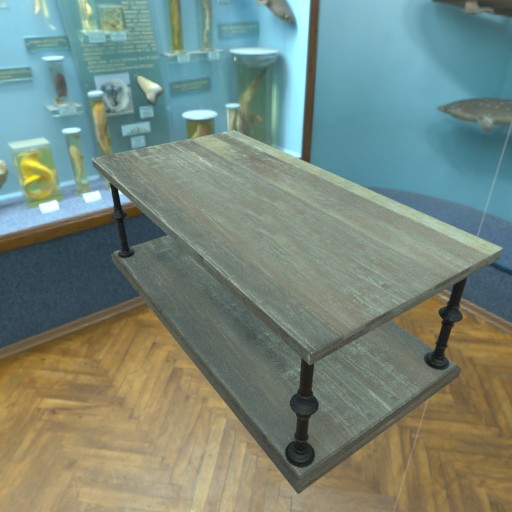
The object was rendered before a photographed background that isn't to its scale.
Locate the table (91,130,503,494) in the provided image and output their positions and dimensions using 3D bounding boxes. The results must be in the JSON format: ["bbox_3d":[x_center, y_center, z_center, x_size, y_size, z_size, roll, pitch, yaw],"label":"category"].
[{"bbox_3d":[0.000,0.000,1.316,0.554,0.399,1.088,-20,37,-29],"label":"table"}]
